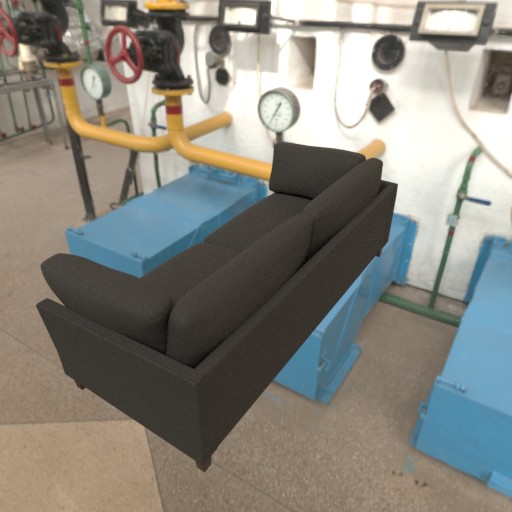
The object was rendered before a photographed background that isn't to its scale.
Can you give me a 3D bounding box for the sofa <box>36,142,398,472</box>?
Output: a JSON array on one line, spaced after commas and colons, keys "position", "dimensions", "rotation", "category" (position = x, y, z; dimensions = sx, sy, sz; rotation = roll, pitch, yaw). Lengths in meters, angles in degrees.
[{"position": [0.000, 0.000, 2.723], "dimensions": [0.969, 0.792, 2.312], "rotation": [19, 37, 28], "category": "sofa"}]
